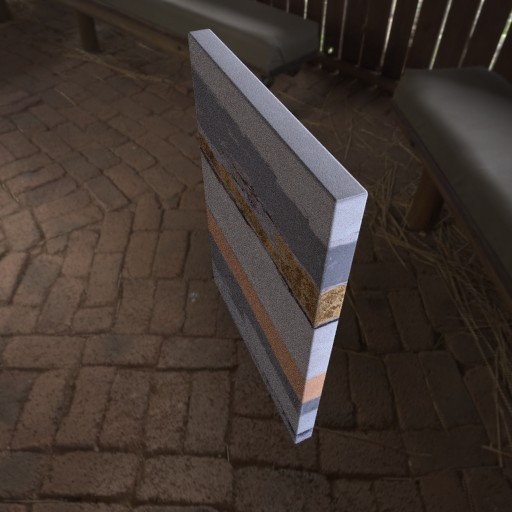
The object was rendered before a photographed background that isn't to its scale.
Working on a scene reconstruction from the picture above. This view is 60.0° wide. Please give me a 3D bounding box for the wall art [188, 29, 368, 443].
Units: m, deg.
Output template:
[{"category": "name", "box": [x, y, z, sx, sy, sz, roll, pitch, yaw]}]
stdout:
[{"category": "wall art", "box": [0.000, 0.000, 0.786, 0.038, 0.609, 0.456, -18, 49, -16]}]
